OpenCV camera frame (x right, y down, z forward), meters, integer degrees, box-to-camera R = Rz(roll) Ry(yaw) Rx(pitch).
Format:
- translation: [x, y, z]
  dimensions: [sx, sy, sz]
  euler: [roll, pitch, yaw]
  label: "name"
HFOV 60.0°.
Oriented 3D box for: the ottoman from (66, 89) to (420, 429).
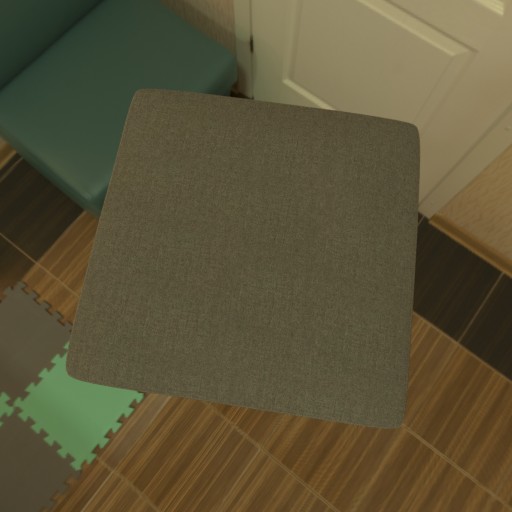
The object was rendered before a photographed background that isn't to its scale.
- translation: [0.000, 0.000, 1.310]
  dimensions: [0.843, 0.436, 0.840]
  euler: [8, 75, 2]
  label: "ottoman"
